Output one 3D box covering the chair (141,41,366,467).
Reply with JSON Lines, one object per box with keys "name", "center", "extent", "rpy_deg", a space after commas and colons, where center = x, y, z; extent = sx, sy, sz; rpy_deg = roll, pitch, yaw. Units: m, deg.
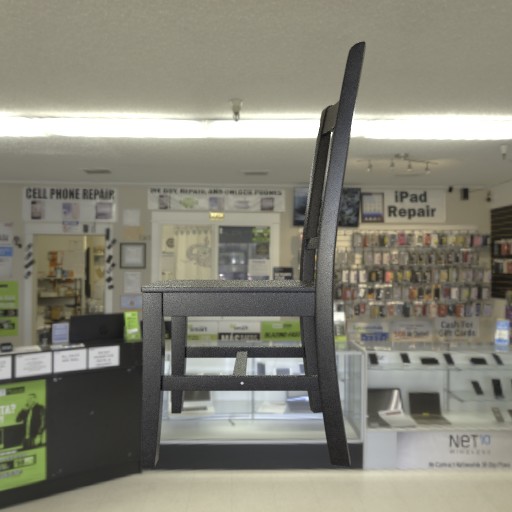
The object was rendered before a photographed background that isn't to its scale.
{"name": "chair", "center": [0.000, 0.000, 1.249], "extent": [0.555, 0.998, 0.450], "rpy_deg": [0, -1, 0]}
